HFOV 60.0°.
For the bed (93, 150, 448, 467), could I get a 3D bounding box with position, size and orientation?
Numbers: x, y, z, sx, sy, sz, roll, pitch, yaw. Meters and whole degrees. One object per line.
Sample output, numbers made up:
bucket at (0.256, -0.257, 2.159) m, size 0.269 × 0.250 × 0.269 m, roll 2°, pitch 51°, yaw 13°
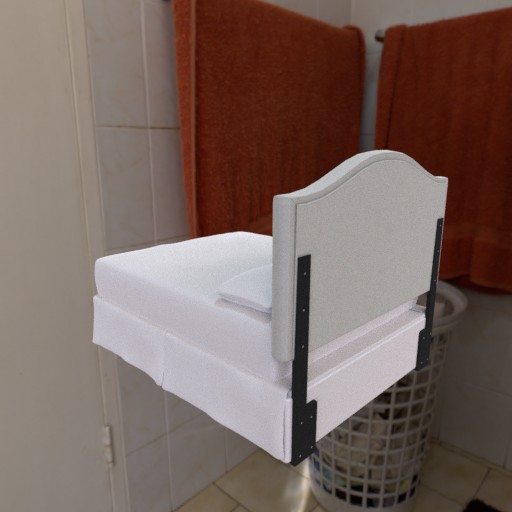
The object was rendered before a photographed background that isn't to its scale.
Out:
bed at (0.000, 0.000, 3.421) m, size 2.180 × 1.607 × 1.813 m, roll 14°, pitch 20°, yaw 43°
